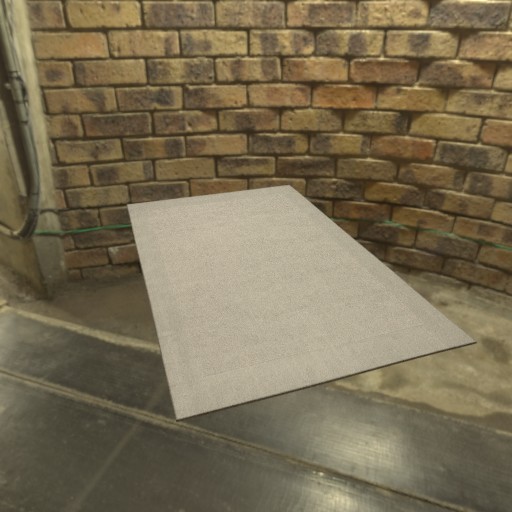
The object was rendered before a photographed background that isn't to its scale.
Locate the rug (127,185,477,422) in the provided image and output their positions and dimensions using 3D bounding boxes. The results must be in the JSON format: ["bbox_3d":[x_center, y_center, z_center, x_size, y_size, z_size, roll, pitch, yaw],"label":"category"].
[{"bbox_3d":[0.000,0.000,3.030,1.524,0.014,2.438,-9,30,-17],"label":"rug"}]
